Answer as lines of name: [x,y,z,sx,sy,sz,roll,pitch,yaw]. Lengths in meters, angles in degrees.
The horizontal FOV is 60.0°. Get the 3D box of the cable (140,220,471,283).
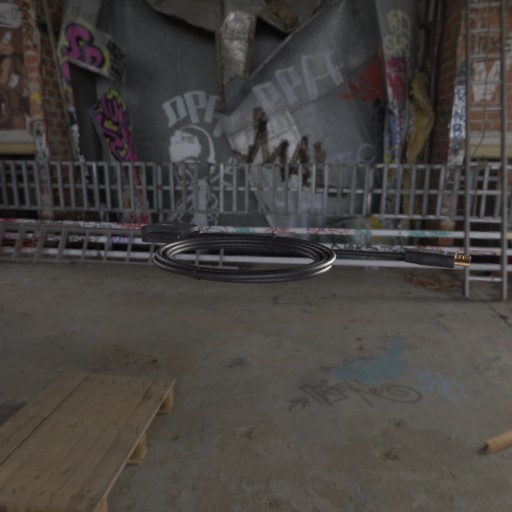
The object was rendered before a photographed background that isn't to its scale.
cable: [0.000,0.000,0.327,0.281,0.015,0.136,7,15,27]
